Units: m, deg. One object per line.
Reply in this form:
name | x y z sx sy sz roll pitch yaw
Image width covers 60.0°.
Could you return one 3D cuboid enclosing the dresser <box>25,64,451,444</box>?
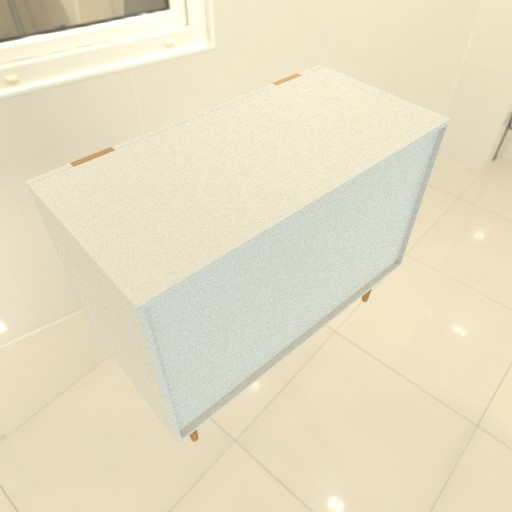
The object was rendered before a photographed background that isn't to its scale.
dresser | 0.000 0.000 1.281 0.905 0.721 0.457 -32 53 -28
